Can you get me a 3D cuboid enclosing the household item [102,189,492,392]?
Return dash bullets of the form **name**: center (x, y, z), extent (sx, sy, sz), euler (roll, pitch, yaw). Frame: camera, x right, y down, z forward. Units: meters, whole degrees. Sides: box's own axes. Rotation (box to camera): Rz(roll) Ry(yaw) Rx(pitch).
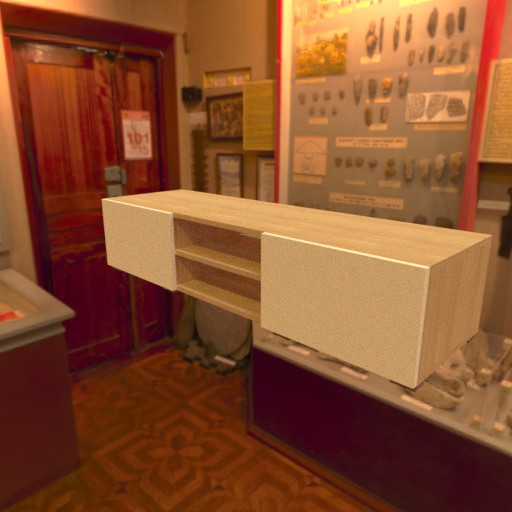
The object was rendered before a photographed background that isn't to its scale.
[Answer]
- **household item**: center (0.000, 0.000, 1.582), extent (1.400, 0.310, 0.420), euler (15, 22, 42)
